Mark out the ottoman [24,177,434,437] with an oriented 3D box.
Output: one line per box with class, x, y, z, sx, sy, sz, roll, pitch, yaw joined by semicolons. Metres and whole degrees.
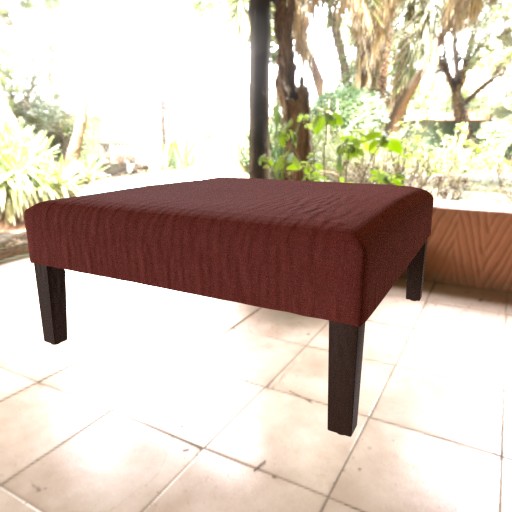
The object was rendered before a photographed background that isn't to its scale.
ottoman;0.000;0.000;1.349;0.889;0.411;0.890;8;17;27
